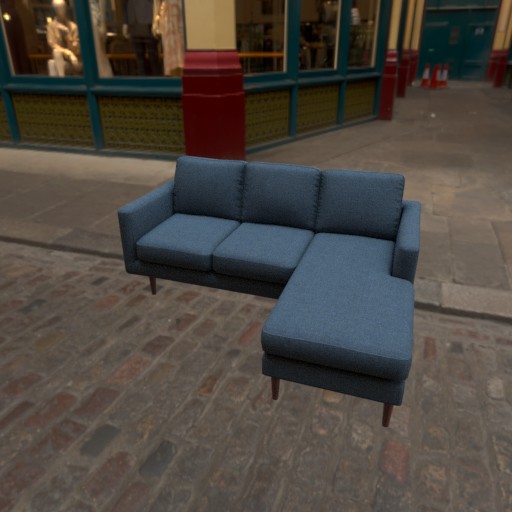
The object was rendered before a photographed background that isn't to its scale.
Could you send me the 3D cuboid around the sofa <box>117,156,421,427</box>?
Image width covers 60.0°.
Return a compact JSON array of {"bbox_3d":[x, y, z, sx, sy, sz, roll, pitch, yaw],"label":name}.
[{"bbox_3d":[0.000,0.000,2.993,2.055,0.957,1.667,8,27,17],"label":"sofa"}]
